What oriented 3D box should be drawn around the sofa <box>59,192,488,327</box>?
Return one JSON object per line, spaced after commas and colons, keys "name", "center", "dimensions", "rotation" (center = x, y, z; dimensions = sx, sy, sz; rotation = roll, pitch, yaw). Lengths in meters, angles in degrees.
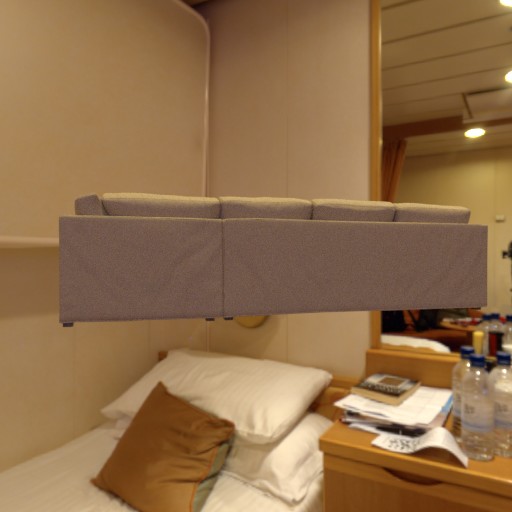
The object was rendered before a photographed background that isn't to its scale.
{"name": "sofa", "center": [0.000, 0.000, 4.261], "dimensions": [3.182, 0.871, 2.432], "rotation": [0, 0, -16]}
